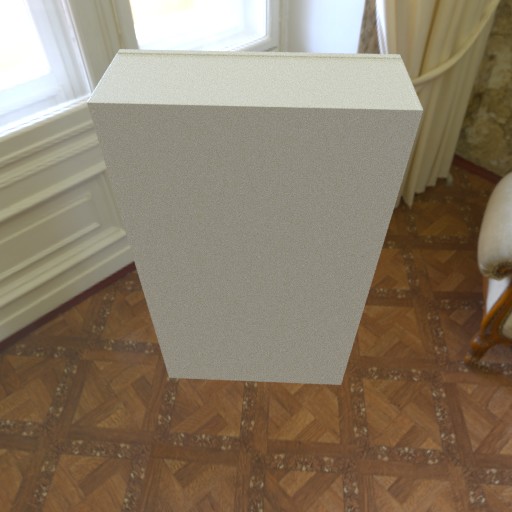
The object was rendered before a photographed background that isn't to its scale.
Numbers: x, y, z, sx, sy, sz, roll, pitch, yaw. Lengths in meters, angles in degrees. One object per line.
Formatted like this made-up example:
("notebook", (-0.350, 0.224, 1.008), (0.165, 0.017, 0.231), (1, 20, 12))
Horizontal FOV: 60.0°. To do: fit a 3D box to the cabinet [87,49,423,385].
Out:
("cabinet", (0.000, 0.000, 2.593), (1.250, 2.160, 0.480), (2, 47, 2))
